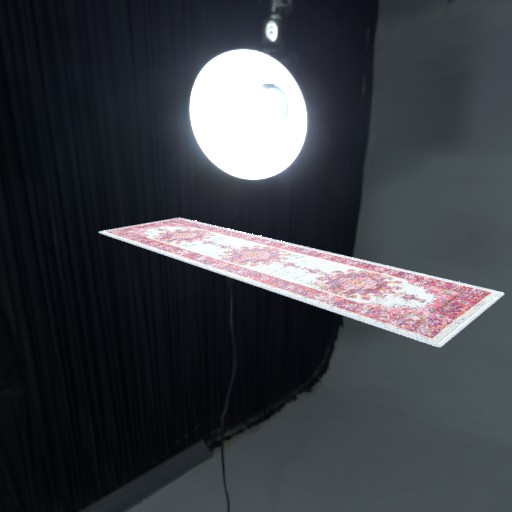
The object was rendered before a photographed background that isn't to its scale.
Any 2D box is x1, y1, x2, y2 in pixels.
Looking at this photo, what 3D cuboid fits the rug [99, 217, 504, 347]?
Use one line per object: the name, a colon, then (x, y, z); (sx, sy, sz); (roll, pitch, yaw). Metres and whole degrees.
rug: (0.000, 0.000, 2.412); (2.294, 0.011, 0.666); (15, 22, 42)
